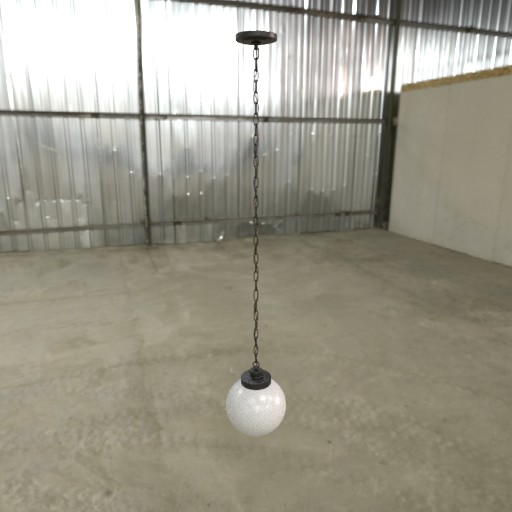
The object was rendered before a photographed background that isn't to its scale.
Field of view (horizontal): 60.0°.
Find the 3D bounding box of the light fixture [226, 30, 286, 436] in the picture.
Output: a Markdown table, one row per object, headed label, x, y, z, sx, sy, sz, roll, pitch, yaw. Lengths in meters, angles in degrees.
| label | x | y | z | sx | sy | sz | roll | pitch | yaw |
| --- | --- | --- | --- | --- | --- | --- | --- | --- | --- |
| light fixture | 0.000 | 0.000 | 2.052 | 0.305 | 1.867 | 0.304 | 3 | 15 | 9 |
